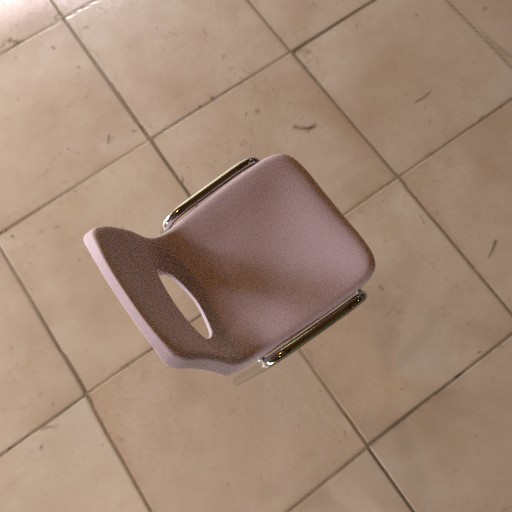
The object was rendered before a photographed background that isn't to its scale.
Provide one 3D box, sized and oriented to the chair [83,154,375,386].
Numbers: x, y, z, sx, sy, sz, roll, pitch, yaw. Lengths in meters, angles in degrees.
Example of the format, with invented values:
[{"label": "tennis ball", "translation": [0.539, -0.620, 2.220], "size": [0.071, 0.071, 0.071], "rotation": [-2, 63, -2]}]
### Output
[{"label": "chair", "translation": [0.000, 0.000, 0.783], "size": [0.385, 0.536, 0.354], "rotation": [-36, 79, -8]}]
